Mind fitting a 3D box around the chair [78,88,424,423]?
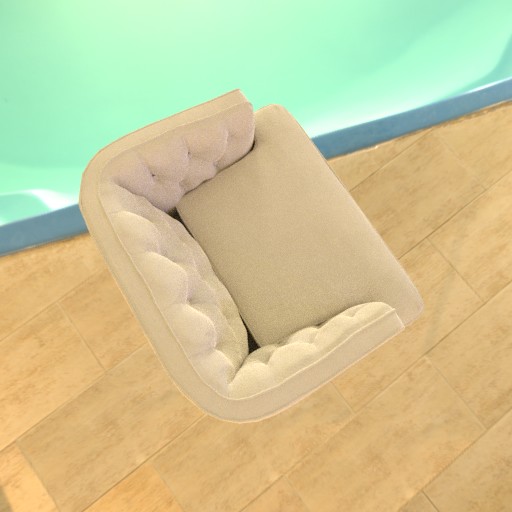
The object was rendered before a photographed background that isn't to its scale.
[{"bbox_3d":[0.000,0.000,1.800,0.941,0.852,1.104,-31,78,-7],"label":"chair"}]
